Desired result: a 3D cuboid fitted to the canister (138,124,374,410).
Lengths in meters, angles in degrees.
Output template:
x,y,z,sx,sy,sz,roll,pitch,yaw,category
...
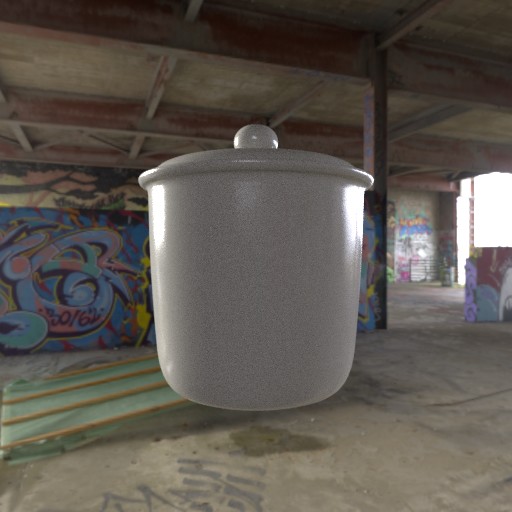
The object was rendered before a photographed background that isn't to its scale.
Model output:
x,y,z,sx,sy,sz,roll,pitch,yaw,category
0.000,0.000,0.355,0.182,0.208,0.182,0,0,0,canister
